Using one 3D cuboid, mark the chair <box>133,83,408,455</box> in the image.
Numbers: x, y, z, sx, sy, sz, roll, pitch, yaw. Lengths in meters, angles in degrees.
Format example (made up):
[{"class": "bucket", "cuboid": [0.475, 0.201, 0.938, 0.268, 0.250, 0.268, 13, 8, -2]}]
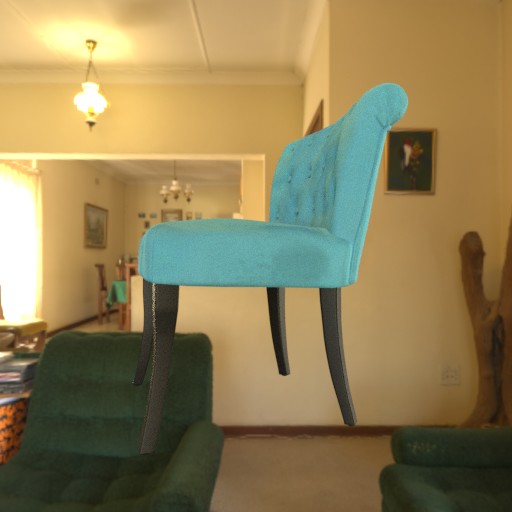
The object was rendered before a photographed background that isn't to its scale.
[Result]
[{"class": "chair", "cuboid": [0.000, 0.000, 1.147, 0.605, 0.750, 0.582, 0, 0, -17]}]
